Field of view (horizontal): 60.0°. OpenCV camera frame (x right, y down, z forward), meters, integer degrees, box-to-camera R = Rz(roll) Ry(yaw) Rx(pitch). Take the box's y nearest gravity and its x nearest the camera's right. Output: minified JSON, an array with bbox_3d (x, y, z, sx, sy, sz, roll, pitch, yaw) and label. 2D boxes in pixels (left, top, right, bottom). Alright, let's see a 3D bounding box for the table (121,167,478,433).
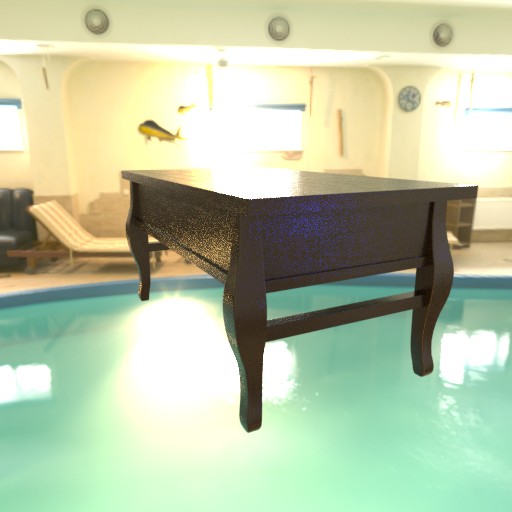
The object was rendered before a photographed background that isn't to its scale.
[{"bbox_3d":[0.000,0.000,1.389,0.600,0.494,1.062,-7,15,-27],"label":"table"}]
